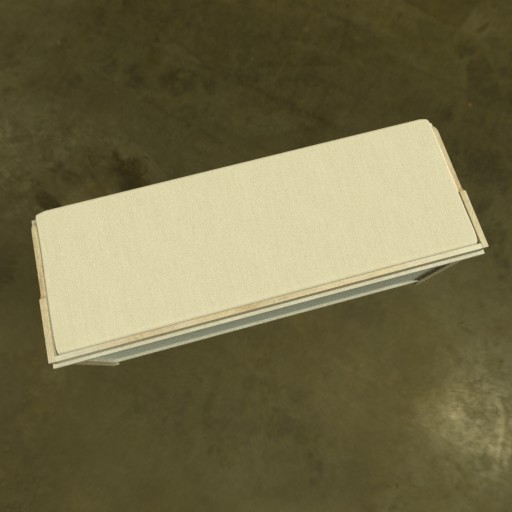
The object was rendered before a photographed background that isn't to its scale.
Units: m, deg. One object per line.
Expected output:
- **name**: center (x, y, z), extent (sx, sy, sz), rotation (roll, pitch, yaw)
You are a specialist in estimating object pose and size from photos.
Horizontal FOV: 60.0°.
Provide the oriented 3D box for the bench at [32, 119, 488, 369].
- **bench**: center (0.000, 0.000, 1.373), extent (1.140, 0.501, 0.398), rotation (-15, 76, -4)
